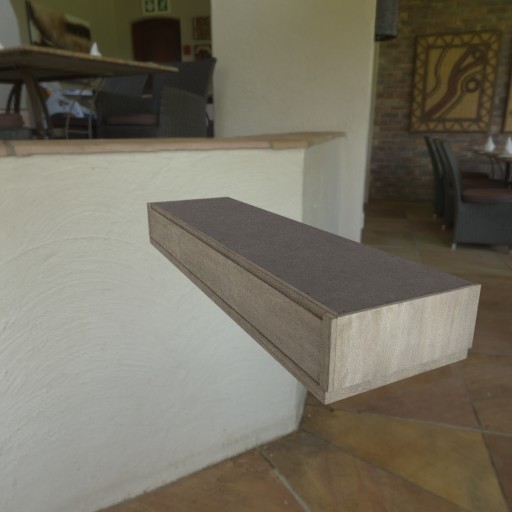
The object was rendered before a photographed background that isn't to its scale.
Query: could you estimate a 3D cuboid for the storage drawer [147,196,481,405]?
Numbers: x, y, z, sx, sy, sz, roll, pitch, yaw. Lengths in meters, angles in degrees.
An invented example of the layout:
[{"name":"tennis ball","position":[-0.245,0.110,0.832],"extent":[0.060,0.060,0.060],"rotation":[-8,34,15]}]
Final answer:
[{"name":"storage drawer","position":[0.000,0.000,2.234],"extent":[0.591,0.274,2.072],"rotation":[-8,18,-26]}]
